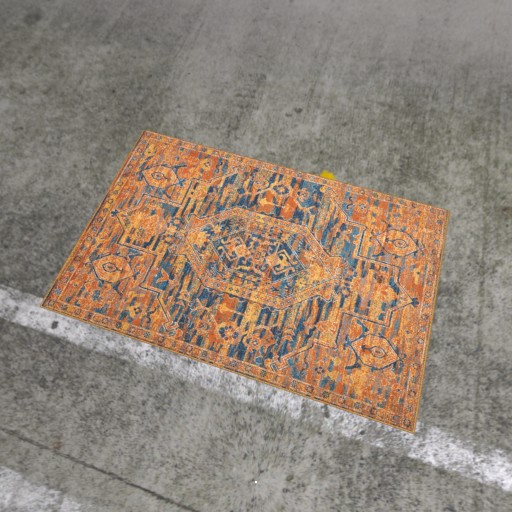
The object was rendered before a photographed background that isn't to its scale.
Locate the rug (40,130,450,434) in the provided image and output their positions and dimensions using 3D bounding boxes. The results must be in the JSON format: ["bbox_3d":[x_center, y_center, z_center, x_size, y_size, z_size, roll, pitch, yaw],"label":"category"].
[{"bbox_3d":[0.000,0.000,2.195,1.758,0.013,1.148,17,64,8],"label":"rug"}]
